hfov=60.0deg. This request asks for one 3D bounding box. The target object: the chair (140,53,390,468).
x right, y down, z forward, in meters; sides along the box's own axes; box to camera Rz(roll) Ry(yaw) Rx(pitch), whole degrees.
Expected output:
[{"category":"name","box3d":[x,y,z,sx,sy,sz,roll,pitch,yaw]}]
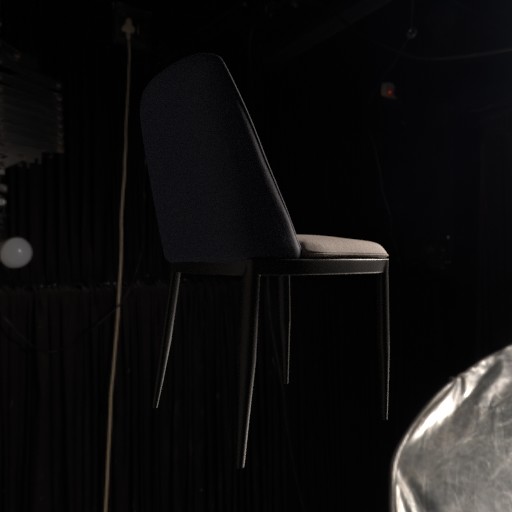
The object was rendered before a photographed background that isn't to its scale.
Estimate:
[{"category":"chair","box3d":[0.000,0.000,1.155,0.551,0.839,0.480,0,0,-35]}]
